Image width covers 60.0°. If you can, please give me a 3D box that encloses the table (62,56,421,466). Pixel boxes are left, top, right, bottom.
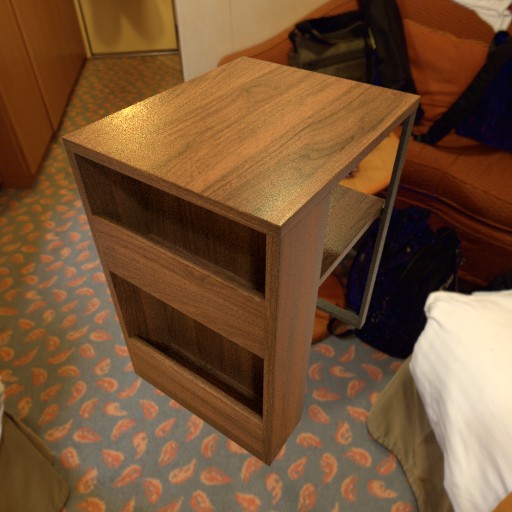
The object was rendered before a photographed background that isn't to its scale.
[{"bbox_3d":[0.000,0.000,1.571,0.660,1.041,0.786,25,47,25],"label":"table"}]
